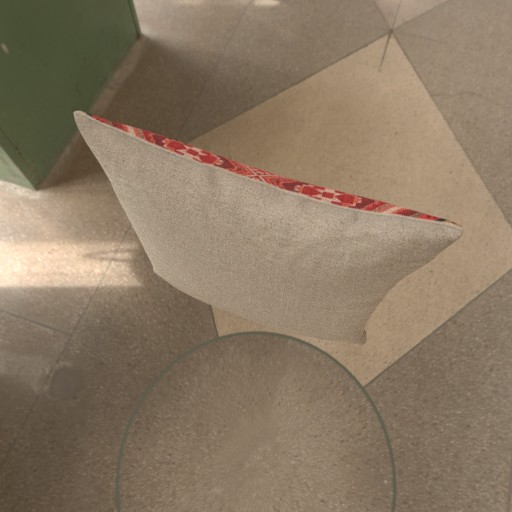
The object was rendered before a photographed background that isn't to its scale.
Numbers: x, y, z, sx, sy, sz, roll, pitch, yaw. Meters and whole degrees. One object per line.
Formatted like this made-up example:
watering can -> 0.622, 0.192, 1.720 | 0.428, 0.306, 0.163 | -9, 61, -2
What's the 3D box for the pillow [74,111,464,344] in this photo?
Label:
pillow -> 0.000, 0.000, 0.777 | 0.513, 0.511, 0.158 | 18, 66, 8
